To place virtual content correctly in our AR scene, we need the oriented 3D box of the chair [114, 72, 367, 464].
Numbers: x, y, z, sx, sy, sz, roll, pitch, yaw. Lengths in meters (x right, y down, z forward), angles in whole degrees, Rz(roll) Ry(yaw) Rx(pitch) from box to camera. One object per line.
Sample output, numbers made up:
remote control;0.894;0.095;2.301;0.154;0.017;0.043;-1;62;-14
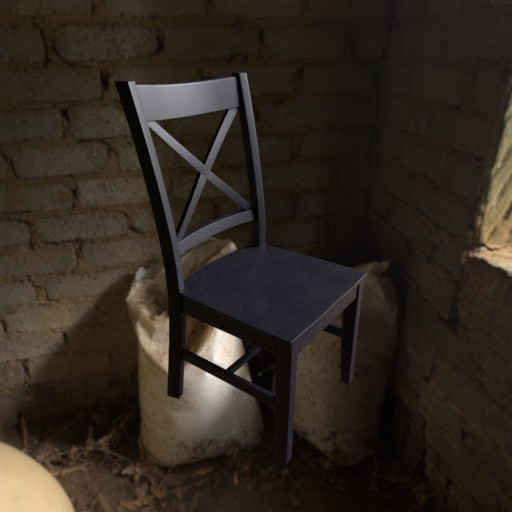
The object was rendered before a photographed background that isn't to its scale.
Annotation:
chair;0.000;0.000;1.325;0.542;0.983;0.485;18;31;32
